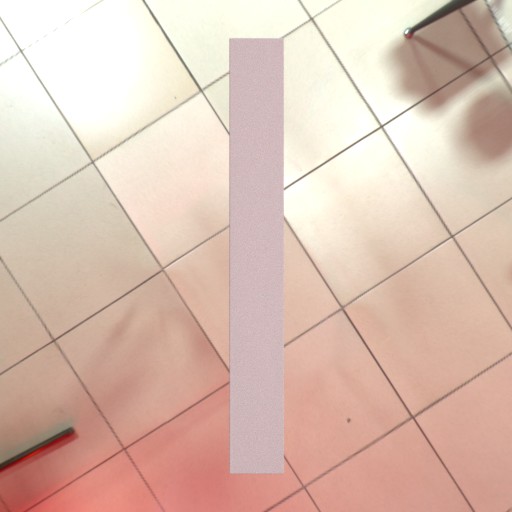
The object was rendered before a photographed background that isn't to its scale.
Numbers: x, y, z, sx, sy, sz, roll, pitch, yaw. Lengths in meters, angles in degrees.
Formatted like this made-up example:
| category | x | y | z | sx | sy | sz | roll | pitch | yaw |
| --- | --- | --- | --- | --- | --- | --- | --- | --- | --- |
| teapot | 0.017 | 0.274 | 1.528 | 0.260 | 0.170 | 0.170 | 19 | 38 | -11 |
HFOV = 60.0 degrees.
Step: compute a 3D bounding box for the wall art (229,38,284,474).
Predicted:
| category | x | y | z | sx | sy | sz | roll | pitch | yaw |
| --- | --- | --- | --- | --- | --- | --- | --- | --- | --- |
| wall art | 0.000 | 0.000 | 0.462 | 0.038 | 0.305 | 0.305 | 0 | 90 | 0 |
